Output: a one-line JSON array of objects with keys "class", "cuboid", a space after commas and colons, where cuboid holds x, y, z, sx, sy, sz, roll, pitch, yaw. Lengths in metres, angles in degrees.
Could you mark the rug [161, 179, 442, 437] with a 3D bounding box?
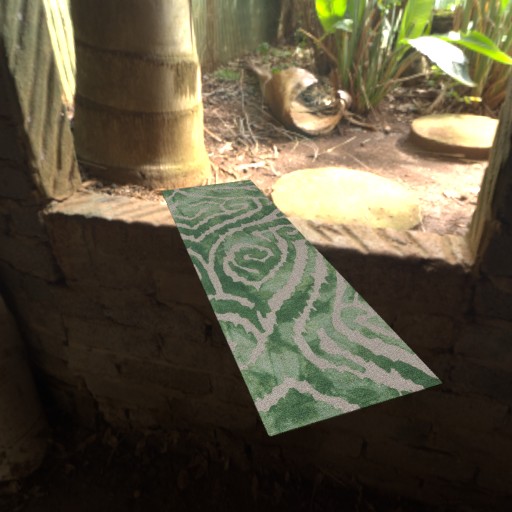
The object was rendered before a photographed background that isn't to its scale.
[{"class": "rug", "cuboid": [0.000, 0.000, 2.694, 0.761, 0.006, 2.438, -10, 32, -17]}]
